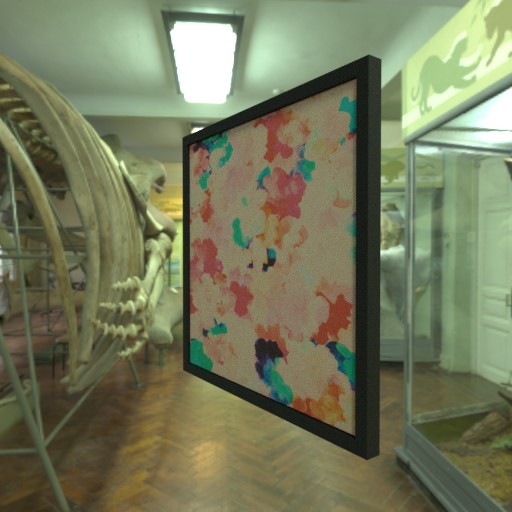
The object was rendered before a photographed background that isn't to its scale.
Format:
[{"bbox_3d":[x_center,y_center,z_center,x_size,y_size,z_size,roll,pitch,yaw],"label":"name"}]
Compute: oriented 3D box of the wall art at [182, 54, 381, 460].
[{"bbox_3d":[0.000,0.000,0.460,0.015,0.304,0.306,-1,1,-36],"label":"wall art"}]
